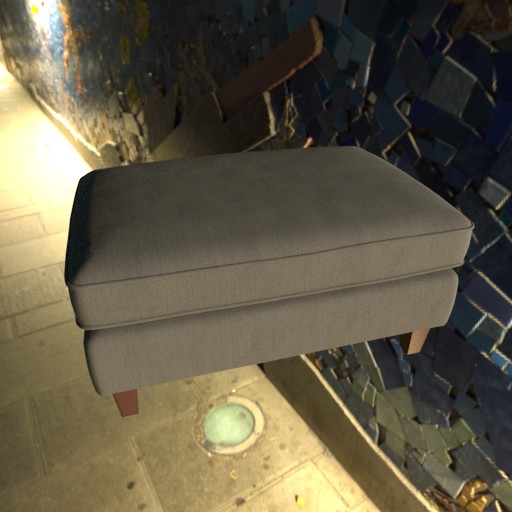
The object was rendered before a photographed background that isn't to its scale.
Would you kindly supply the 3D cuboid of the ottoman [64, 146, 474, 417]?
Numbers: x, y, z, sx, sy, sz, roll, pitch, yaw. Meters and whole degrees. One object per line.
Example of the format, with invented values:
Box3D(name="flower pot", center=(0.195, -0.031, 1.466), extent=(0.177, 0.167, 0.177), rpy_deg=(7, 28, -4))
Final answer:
Box3D(name="ottoman", center=(0.000, 0.000, 1.281), extent=(0.941, 0.480, 0.636), rpy_deg=(-8, 32, -13))
